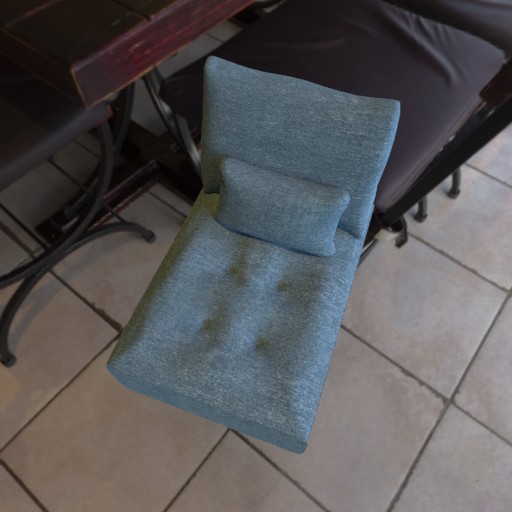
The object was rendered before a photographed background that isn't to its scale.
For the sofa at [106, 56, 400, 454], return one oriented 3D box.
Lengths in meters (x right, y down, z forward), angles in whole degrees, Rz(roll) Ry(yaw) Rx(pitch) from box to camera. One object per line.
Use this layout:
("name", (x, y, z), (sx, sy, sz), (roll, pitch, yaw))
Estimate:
("sofa", (0.000, 0.000, 1.539), (0.700, 0.820, 1.000), (17, 60, 10))
